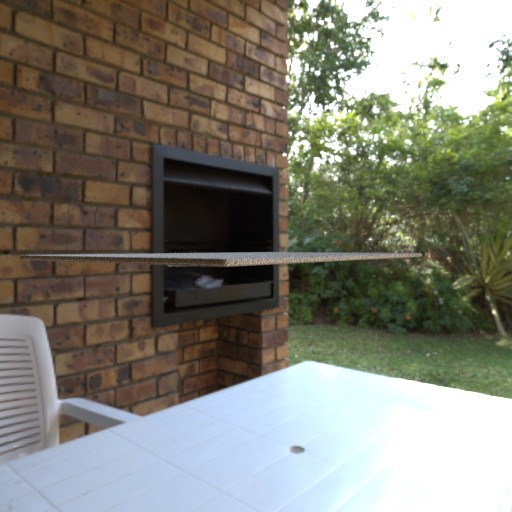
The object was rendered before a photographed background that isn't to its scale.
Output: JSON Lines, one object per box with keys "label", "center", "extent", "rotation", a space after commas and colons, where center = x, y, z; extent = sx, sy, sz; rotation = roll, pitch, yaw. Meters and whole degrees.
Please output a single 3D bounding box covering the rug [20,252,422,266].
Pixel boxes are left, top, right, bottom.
{"label": "rug", "center": [0.000, 0.000, 3.023], "extent": [1.524, 0.030, 2.438], "rotation": [1, 1, 36]}
